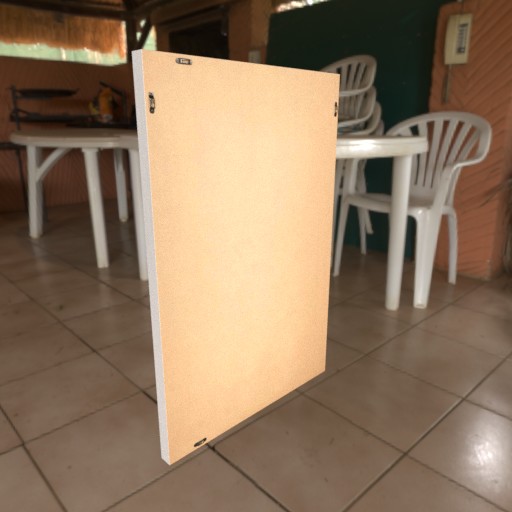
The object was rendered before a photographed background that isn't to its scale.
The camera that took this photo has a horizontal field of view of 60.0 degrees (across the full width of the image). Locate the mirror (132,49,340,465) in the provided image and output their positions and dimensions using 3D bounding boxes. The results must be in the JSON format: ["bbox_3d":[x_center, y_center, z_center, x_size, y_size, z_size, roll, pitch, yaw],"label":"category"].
[{"bbox_3d":[0.000,0.000,1.147,0.609,0.915,0.040,-16,23,-42],"label":"mirror"}]
